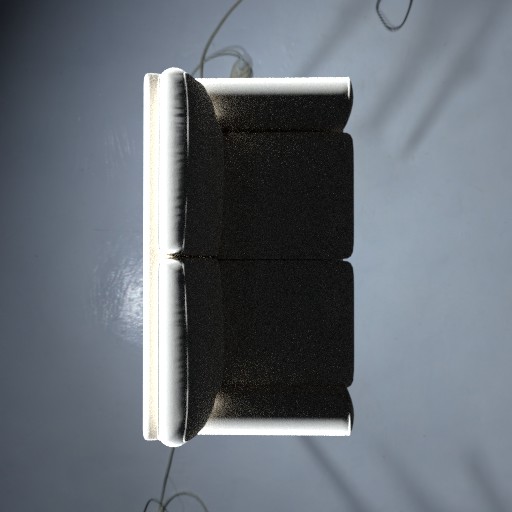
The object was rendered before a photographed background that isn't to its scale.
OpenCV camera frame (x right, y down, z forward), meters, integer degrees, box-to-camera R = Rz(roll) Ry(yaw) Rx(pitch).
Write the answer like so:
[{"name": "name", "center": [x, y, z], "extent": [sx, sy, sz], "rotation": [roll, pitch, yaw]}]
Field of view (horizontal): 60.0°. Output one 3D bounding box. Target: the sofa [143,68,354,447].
[{"name": "sofa", "center": [0.000, 0.000, 2.282], "extent": [0.991, 0.940, 1.727], "rotation": [0, 89, 1]}]
